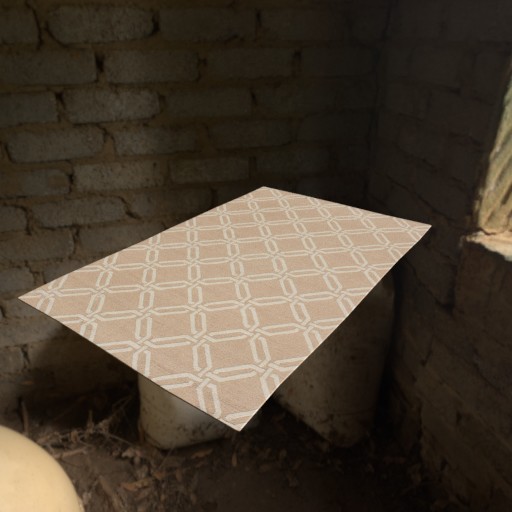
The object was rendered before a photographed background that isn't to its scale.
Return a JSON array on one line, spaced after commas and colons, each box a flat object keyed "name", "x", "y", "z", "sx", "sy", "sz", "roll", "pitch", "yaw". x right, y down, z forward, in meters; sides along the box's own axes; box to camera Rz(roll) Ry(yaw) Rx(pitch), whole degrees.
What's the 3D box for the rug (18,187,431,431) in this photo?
[{"name": "rug", "x": 0.000, "y": 0.000, "z": 2.120, "sx": 1.146, "sy": 0.010, "sz": 1.745, "roll": 18, "pitch": 33, "yaw": 31}]
